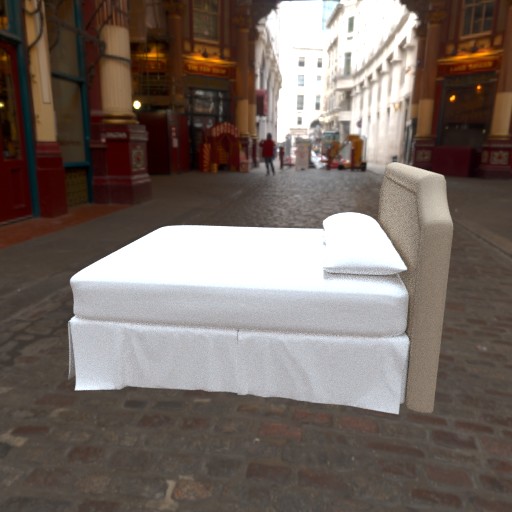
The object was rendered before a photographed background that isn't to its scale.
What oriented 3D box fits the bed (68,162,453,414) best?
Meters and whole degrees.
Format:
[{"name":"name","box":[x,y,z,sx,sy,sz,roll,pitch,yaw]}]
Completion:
[{"name":"bed","box":[0.000,0.000,3.252,2.204,1.301,1.828,2,15,8]}]
